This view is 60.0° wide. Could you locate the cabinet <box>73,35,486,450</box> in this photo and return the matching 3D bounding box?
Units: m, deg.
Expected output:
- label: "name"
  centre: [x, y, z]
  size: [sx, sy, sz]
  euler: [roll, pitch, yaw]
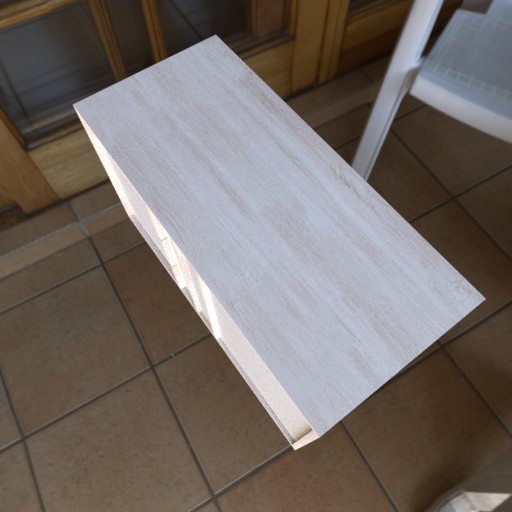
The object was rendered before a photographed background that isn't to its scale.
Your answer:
- label: "cabinet"
  centre: [0.000, 0.000, 1.504]
  size: [0.500, 0.780, 1.110]
  euler: [-34, 69, -15]
